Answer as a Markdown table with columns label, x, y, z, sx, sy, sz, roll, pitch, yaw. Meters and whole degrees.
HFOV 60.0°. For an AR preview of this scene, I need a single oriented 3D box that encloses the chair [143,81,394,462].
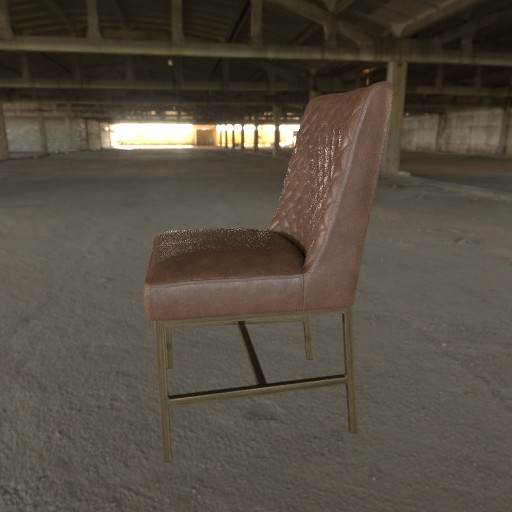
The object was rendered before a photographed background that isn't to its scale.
| label | x | y | z | sx | sy | sz | roll | pitch | yaw |
| --- | --- | --- | --- | --- | --- | --- | --- | --- | --- |
| chair | 0.000 | 0.000 | 1.234 | 0.587 | 0.889 | 0.508 | -3 | 15 | -10 |
